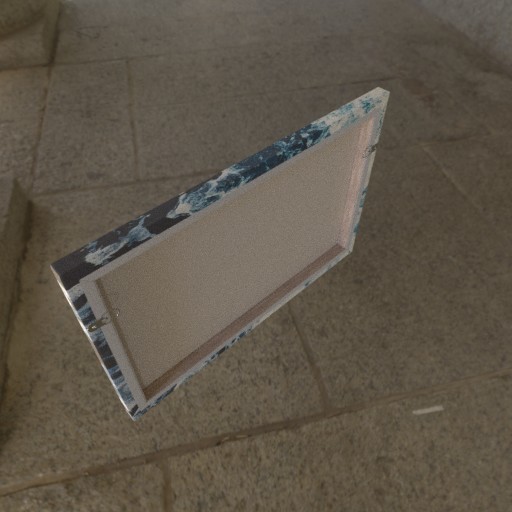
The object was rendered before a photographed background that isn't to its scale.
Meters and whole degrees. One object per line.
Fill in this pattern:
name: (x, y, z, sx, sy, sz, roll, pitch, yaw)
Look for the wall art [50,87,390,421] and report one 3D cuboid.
wall art: (0.000, 0.000, 1.173, 0.915, 0.610, 0.042, -34, 56, -27)
